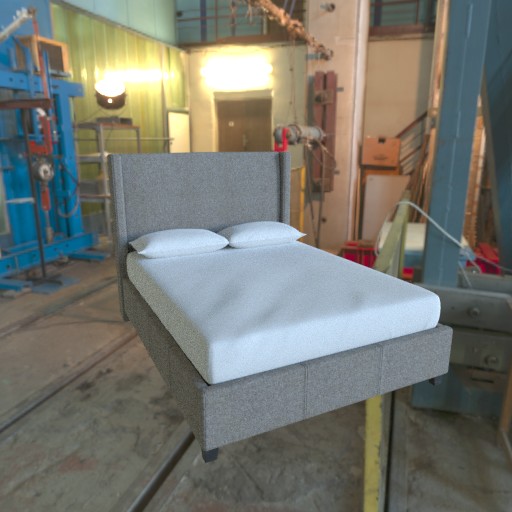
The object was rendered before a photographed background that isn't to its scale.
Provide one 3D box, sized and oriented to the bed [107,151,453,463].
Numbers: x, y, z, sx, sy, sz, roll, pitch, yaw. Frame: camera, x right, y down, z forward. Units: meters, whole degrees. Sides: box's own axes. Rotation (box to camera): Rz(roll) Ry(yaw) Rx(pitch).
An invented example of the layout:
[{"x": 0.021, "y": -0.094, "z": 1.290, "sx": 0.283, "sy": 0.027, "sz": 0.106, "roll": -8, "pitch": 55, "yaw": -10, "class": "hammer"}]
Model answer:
[{"x": 0.000, "y": 0.000, "z": 3.355, "sx": 1.714, "sy": 1.481, "sz": 2.245, "roll": -7, "pitch": 16, "yaw": -26, "class": "bed"}]
